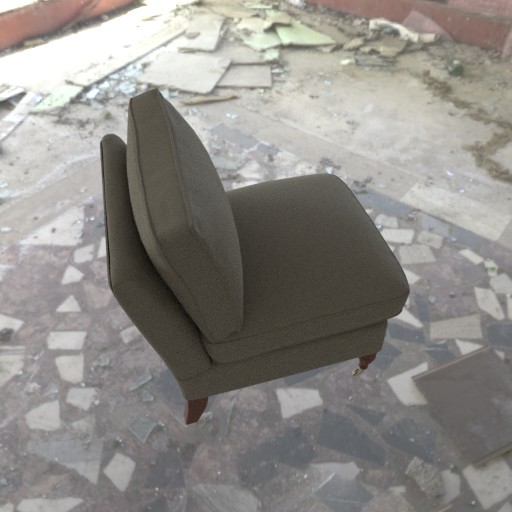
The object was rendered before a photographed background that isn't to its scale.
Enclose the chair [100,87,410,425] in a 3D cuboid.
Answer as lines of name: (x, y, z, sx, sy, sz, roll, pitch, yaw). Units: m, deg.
chair: (0.000, 0.000, 1.640, 0.924, 1.045, 0.724, -11, 48, -10)
